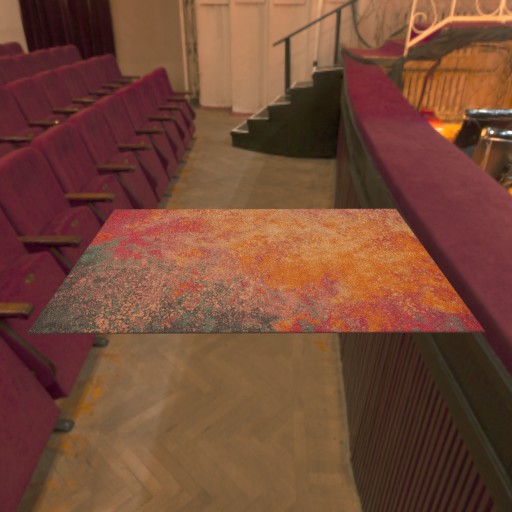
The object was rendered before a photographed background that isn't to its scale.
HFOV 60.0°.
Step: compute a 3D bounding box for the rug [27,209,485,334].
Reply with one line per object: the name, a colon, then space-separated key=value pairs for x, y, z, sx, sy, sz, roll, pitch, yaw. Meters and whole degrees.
rug: x=0.000 y=0.000 z=3.665 sx=2.896 sy=0.013 sz=2.007 roll=0 pitch=29 yaw=0
